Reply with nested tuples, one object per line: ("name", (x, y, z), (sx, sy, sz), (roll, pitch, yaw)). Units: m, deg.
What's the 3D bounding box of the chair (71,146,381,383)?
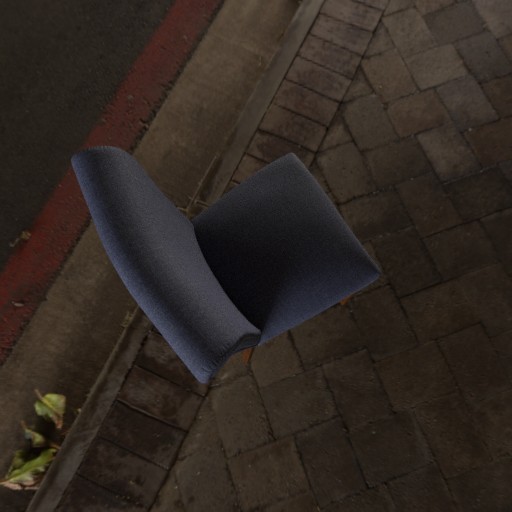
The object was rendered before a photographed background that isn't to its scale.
("chair", (0.000, 0.000, 1.311), (0.608, 0.988, 0.513), (-32, 76, -9))
